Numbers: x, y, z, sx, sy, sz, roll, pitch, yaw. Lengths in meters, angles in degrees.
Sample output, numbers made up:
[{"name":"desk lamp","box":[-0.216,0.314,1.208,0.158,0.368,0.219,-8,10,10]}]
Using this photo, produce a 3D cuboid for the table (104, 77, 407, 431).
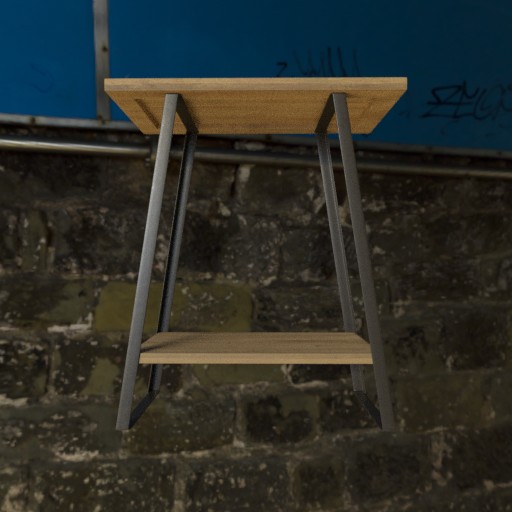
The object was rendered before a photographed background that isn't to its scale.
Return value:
[{"name":"table","box":[0.000,0.000,1.021,0.599,0.701,0.300,0,-1,1]}]
